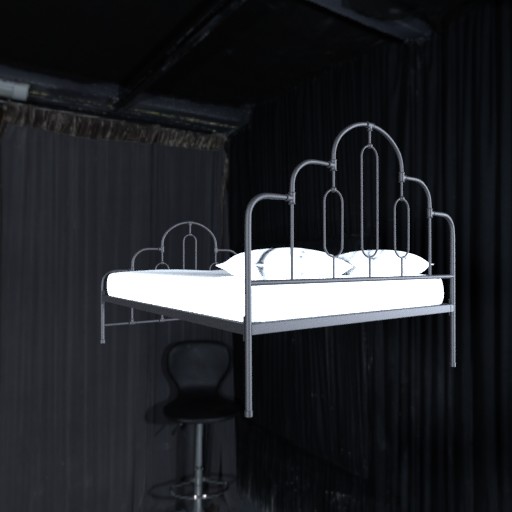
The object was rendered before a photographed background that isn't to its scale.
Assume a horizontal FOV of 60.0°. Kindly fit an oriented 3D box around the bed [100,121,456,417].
[{"bbox_3d":[0.000,0.000,3.264,1.640,1.429,2.163,1,-1,-35],"label":"bed"}]
